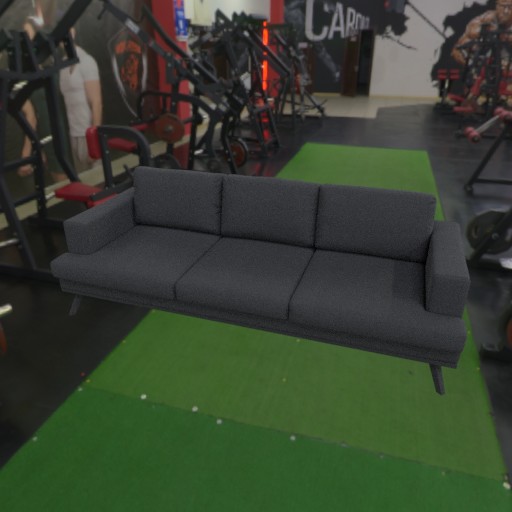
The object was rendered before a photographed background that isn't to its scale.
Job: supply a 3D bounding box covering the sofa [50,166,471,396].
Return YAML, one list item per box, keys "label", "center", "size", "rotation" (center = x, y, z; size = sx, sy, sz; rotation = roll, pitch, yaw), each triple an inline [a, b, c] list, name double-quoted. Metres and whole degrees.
- label: "sofa"
  center: [0.000, 0.000, 2.689]
  size: [2.310, 0.810, 0.920]
  rotation: [8, 27, 17]
